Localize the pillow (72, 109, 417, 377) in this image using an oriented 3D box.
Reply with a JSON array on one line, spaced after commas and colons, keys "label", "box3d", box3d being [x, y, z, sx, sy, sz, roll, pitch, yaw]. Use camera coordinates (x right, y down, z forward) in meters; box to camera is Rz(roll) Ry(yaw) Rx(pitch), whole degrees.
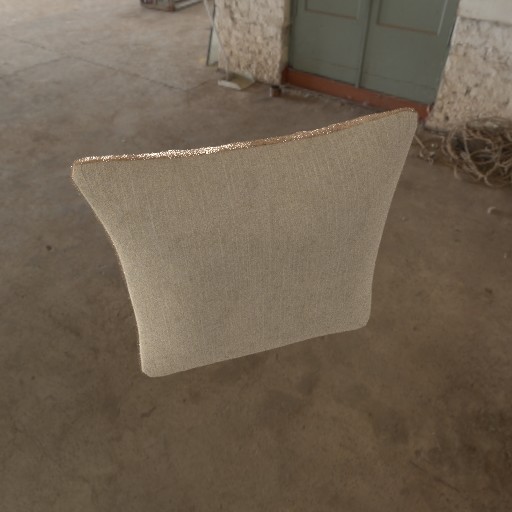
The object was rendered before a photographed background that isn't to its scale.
[{"label": "pillow", "box3d": [0.000, 0.000, 0.826, 0.538, 0.525, 0.216, -12, 44, -13]}]
